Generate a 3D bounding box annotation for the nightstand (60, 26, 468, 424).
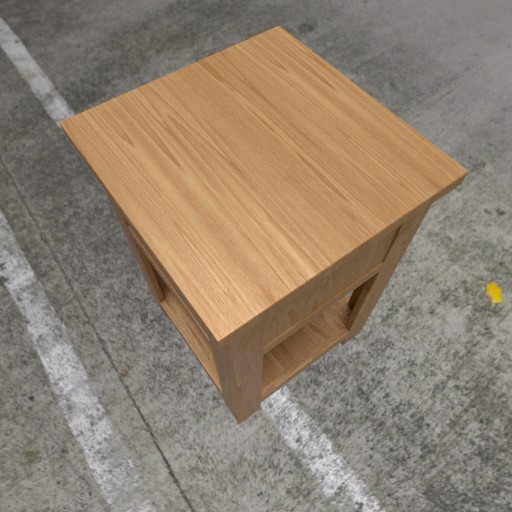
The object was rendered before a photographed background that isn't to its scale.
[{"bbox_3d":[0.000,0.000,0.899,0.418,0.614,0.428,-32,64,-18],"label":"nightstand"}]
